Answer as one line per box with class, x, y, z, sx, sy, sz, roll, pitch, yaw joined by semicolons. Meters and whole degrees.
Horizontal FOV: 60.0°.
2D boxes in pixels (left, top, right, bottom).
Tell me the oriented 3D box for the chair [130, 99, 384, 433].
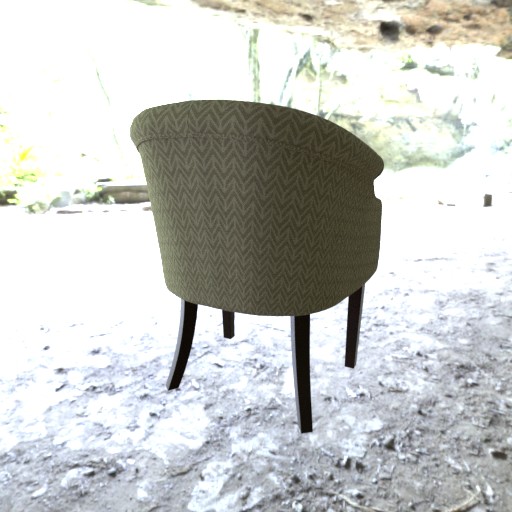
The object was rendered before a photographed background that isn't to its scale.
chair;0.000;0.000;1.328;0.686;0.858;0.613;8;18;26
